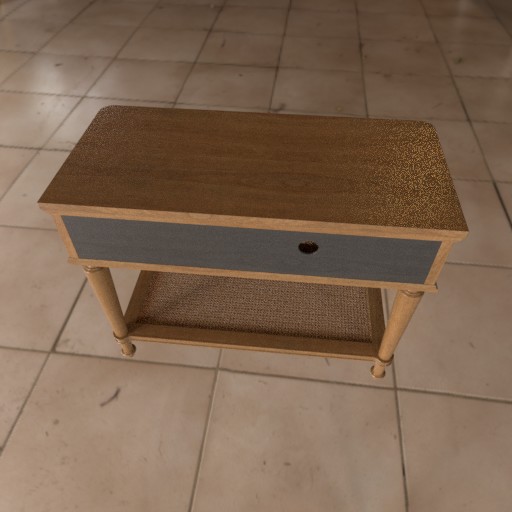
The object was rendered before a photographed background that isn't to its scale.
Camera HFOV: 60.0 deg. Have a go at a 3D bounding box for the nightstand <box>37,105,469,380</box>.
[{"bbox_3d":[0.000,0.000,1.333,0.914,0.700,0.432,4,47,4],"label":"nightstand"}]
